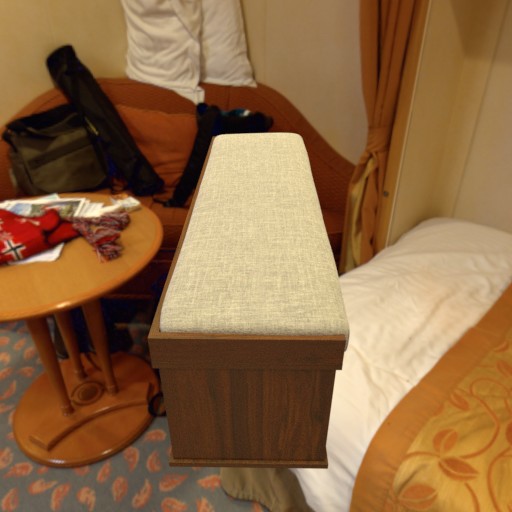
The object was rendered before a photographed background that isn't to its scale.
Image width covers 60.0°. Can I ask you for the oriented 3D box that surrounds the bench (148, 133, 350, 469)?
[{"bbox_3d":[0.000,0.000,1.394,0.367,0.468,1.196,0,32,1],"label":"bench"}]
